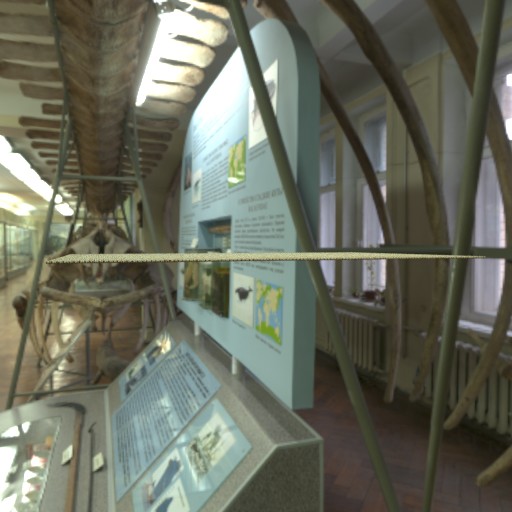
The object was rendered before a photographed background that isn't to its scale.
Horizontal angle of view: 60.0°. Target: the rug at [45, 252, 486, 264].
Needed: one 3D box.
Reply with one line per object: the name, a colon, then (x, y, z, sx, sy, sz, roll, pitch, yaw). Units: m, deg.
rug: (0.000, 0.000, 3.016, 2.439, 0.011, 1.533, 0, 2, -19)
